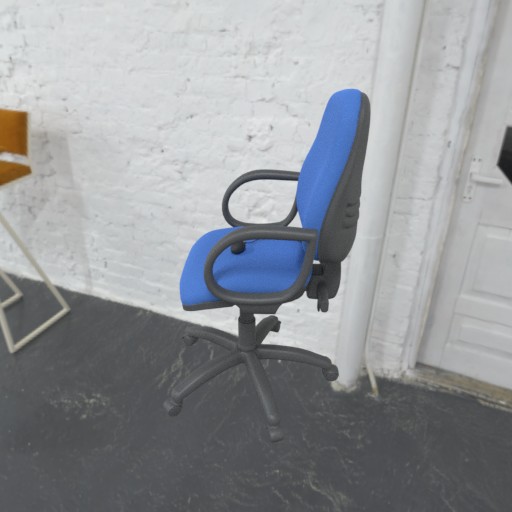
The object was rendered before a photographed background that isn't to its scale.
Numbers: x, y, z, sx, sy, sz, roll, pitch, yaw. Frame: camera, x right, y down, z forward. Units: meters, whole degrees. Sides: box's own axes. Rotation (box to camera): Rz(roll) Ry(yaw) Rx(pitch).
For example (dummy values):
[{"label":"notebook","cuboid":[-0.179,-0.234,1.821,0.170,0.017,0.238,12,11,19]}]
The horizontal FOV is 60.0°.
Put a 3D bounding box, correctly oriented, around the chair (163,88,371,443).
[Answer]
[{"label":"chair","cuboid":[0.000,0.000,1.263,0.549,0.905,0.552,1,28,2]}]
